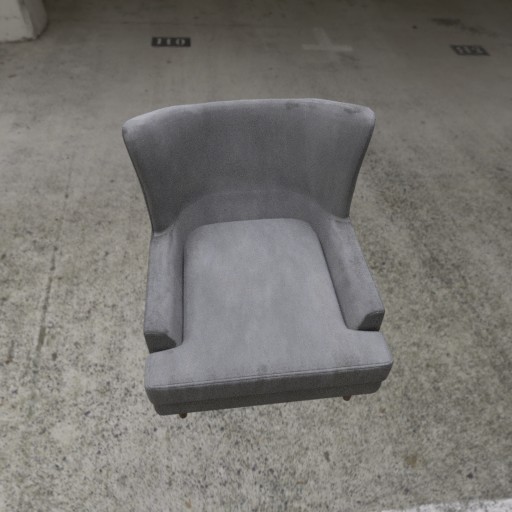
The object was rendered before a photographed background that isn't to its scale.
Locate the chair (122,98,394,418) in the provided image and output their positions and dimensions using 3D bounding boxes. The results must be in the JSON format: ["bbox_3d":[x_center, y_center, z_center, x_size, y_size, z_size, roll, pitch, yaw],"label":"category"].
[{"bbox_3d":[0.000,0.000,1.605,0.784,0.950,0.906,-5,47,-4],"label":"chair"}]
